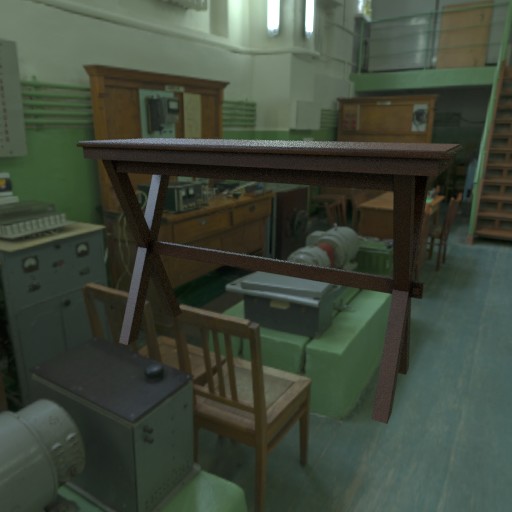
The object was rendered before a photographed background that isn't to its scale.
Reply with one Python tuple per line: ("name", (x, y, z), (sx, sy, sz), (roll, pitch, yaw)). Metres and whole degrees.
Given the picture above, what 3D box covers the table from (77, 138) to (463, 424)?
("table", (0.000, 0.000, 1.539), (1.197, 0.763, 0.399), (9, 19, 27))
